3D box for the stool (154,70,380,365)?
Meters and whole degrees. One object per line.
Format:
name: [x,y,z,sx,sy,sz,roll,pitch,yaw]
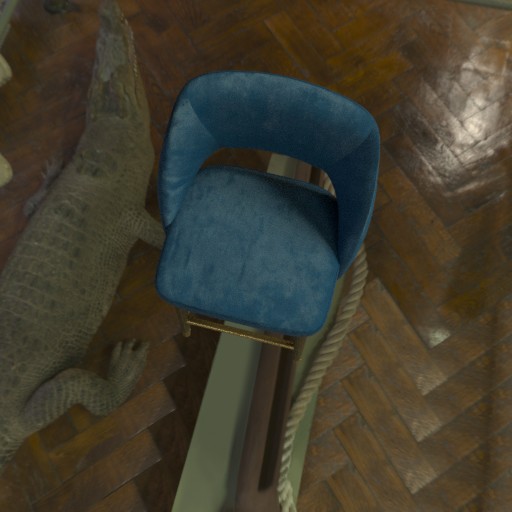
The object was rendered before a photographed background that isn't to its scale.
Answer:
stool: [0.000,0.000,1.316,0.514,1.016,0.515,13,75,4]
